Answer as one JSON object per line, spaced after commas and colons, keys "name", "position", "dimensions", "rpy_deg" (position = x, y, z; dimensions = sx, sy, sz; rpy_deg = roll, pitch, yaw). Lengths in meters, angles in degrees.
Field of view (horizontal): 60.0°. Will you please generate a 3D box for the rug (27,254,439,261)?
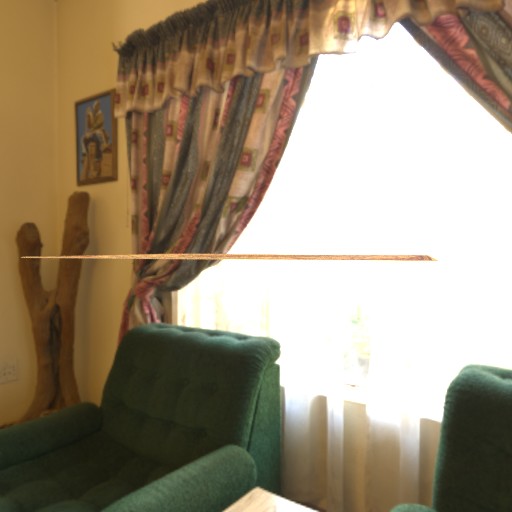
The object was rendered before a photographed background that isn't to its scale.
{"name": "rug", "position": [0.000, 0.000, 4.130], "dimensions": [3.067, 0.005, 2.454], "rpy_deg": [0, 1, 20]}
